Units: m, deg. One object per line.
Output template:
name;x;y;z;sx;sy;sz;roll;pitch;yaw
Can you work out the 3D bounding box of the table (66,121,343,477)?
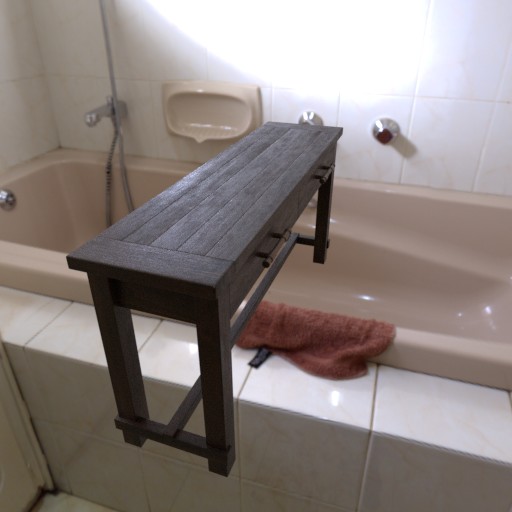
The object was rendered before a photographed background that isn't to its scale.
table;0.000;0.000;1.888;0.442;0.762;1.599;10;31;17
